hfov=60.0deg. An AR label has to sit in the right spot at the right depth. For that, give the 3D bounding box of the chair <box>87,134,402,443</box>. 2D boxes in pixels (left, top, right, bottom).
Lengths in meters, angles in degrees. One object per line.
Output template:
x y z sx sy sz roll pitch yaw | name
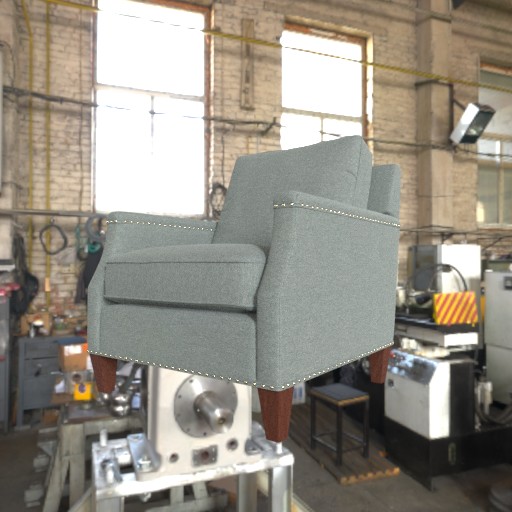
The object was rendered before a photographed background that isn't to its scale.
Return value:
0.000 0.000 1.805 0.885 1.031 1.031 -1 -2 36 | chair
